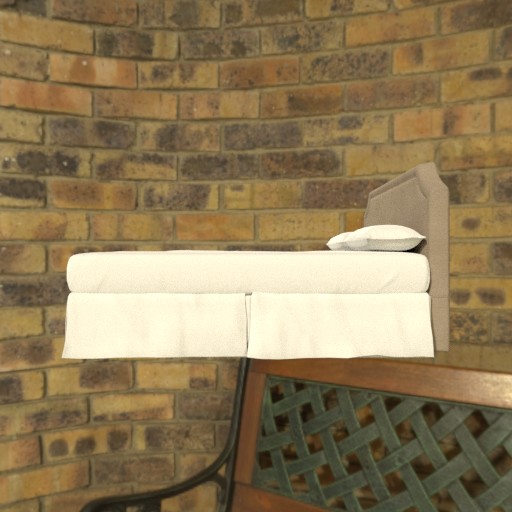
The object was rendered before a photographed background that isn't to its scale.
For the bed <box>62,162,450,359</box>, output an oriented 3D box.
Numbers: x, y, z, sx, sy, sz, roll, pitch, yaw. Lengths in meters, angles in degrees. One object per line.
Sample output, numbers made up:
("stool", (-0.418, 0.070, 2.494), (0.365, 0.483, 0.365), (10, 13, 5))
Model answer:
("bed", (0.000, 0.000, 3.725), (2.498, 1.293, 1.977), (0, 0, 0))
